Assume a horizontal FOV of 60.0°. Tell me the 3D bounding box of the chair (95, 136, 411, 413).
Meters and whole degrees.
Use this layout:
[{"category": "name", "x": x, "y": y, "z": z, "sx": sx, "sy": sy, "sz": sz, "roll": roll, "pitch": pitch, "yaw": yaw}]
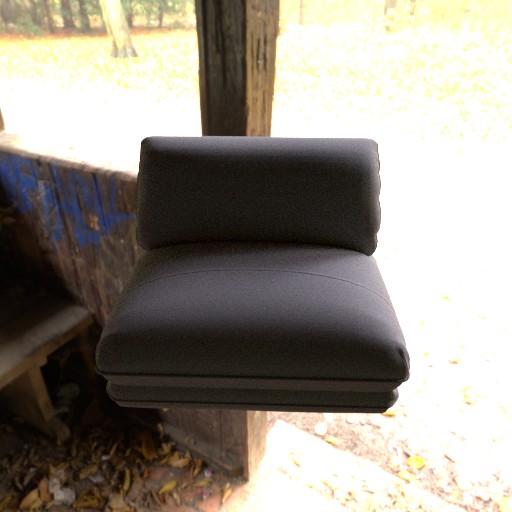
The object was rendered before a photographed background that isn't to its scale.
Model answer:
[{"category": "chair", "x": 0.000, "y": 0.000, "z": 1.369, "sx": 0.820, "sy": 0.580, "sz": 0.780, "roll": 1, "pitch": 31, "yaw": 2}]
